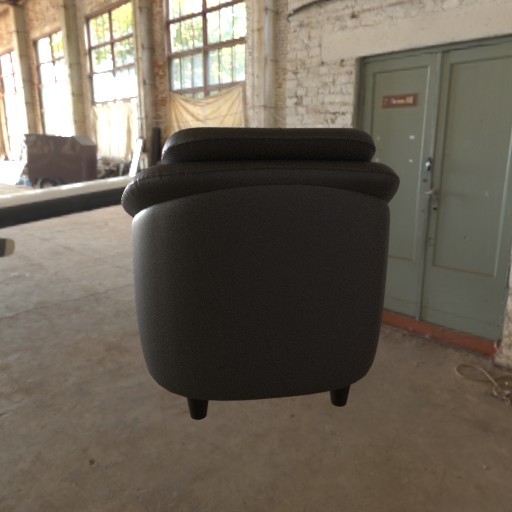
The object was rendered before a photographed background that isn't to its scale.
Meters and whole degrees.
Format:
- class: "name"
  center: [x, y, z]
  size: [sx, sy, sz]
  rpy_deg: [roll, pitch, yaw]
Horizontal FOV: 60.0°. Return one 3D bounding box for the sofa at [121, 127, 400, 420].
- class: "sofa"
  center: [0.000, 0.000, 1.500]
  size: [0.870, 0.811, 0.794]
  rpy_deg: [-2, 14, -9]
